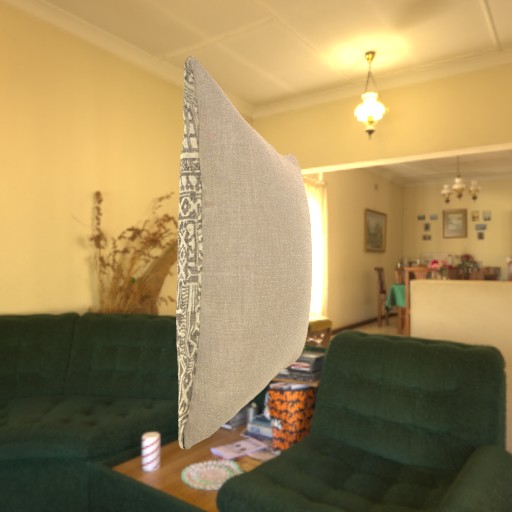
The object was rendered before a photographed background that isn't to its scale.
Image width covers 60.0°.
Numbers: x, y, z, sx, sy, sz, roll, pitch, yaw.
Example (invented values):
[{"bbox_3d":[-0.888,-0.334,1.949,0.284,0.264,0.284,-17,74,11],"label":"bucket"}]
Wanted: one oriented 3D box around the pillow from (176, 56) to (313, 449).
[{"bbox_3d":[0.000,0.000,0.786,0.180,0.487,0.546,0,-1,18],"label":"pillow"}]
